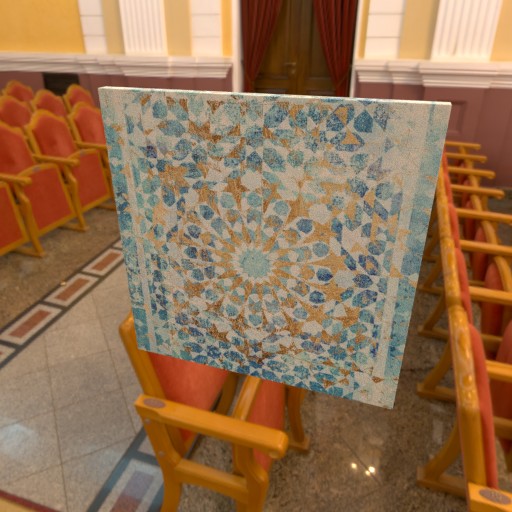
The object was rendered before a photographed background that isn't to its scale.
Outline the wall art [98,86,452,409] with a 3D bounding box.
[{"bbox_3d":[0.000,0.000,1.326,0.916,0.916,0.040,9,29,17],"label":"wall art"}]
